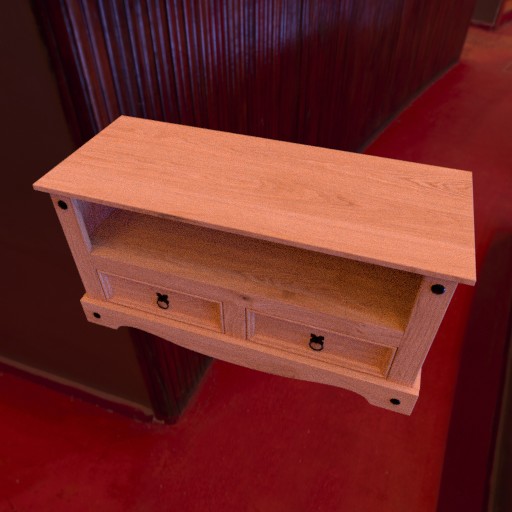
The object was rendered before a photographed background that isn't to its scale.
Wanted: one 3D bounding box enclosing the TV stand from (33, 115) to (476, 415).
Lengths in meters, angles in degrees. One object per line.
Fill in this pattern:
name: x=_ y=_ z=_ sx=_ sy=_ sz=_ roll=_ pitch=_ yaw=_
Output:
TV stand: x=0.000 y=0.000 z=1.352 sx=1.080 sy=0.550 sz=0.440 roll=13 pitch=44 yaw=14
